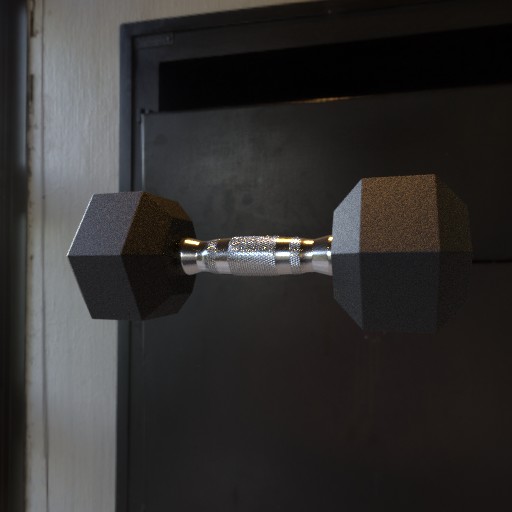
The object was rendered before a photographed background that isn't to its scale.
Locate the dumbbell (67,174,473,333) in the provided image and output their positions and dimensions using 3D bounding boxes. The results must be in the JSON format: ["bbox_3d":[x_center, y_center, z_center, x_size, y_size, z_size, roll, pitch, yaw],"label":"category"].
[{"bbox_3d":[0.000,0.000,0.317,0.272,0.092,0.106,0,-2,17],"label":"dumbbell"}]
